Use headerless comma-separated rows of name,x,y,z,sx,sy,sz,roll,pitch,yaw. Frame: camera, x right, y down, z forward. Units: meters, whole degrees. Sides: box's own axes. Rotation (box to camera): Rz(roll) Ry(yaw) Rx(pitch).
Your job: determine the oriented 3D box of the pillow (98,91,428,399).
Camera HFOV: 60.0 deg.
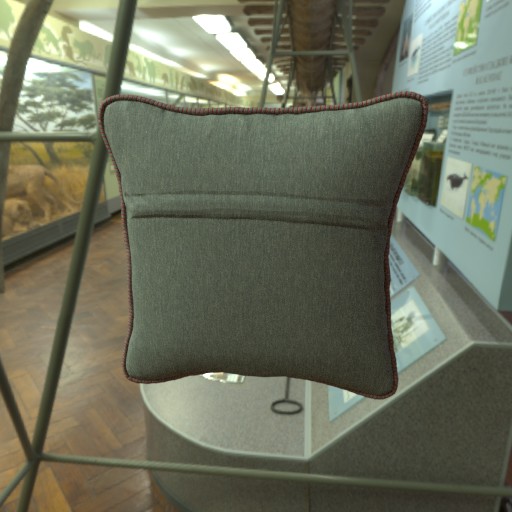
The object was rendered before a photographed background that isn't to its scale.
pillow,0.000,0.000,0.706,0.482,0.491,0.124,2,17,6
